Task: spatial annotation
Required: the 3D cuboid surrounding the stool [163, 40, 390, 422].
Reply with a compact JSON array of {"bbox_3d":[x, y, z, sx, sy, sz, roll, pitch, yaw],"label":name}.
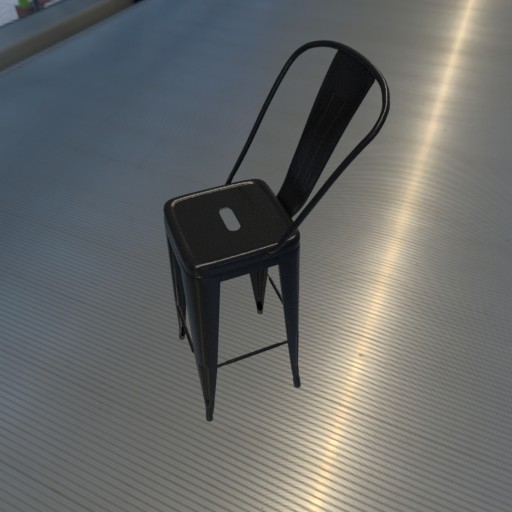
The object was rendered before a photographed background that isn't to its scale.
[{"bbox_3d":[0.000,0.000,1.311,0.513,1.096,0.399,-16,49,-15],"label":"stool"}]
